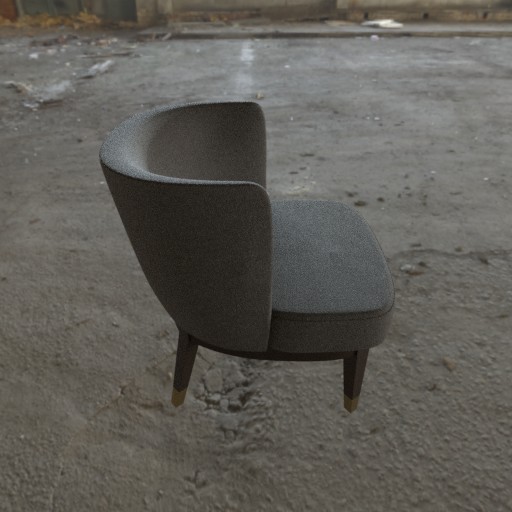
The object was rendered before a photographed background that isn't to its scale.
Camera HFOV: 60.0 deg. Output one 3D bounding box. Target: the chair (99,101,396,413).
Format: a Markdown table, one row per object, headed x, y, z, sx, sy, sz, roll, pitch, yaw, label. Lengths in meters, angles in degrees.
| x | y | z | sx | sy | sz | roll | pitch | yaw | label |
| --- | --- | --- | --- | --- | --- | --- | --- | --- | --- |
| 0.000 | 0.000 | 1.236 | 0.698 | 0.695 | 0.639 | 0 | 32 | 0 | chair |
